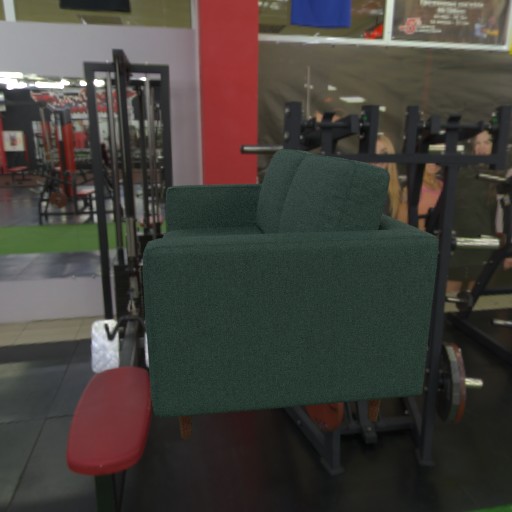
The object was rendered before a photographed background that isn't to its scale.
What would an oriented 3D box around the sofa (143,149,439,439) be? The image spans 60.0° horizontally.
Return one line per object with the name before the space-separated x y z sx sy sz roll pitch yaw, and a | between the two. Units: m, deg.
sofa | 0.000 0.000 1.972 0.879 0.899 1.430 -2 16 -8
